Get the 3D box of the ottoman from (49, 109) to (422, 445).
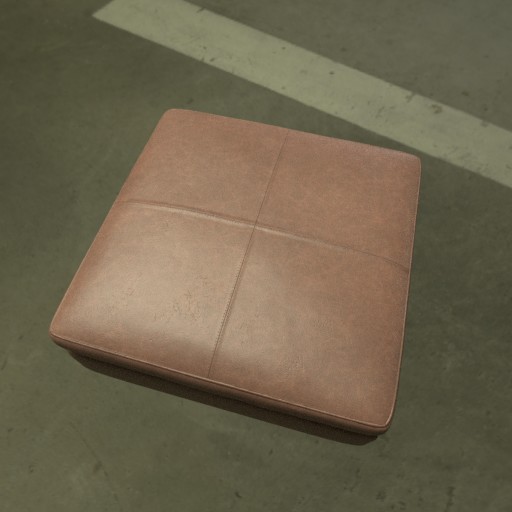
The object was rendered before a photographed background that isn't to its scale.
[{"bbox_3d":[0.000,0.000,1.792,1.168,0.490,1.168,13,60,8],"label":"ottoman"}]
